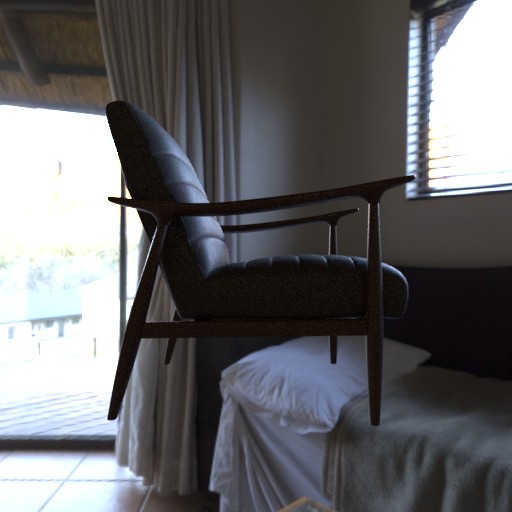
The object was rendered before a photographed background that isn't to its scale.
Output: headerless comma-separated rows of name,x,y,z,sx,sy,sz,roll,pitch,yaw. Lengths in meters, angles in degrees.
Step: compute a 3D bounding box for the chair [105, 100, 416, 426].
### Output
chair,0.000,0.000,1.419,0.798,0.831,0.741,0,-1,1
